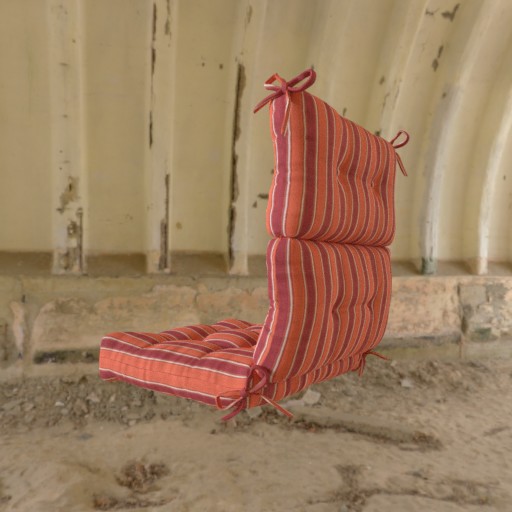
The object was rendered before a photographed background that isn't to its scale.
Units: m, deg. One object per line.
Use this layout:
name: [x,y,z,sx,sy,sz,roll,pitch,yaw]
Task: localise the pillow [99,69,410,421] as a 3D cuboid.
pillow: [0.000,0.000,1.028,0.571,0.605,0.519,-1,-2,37]
